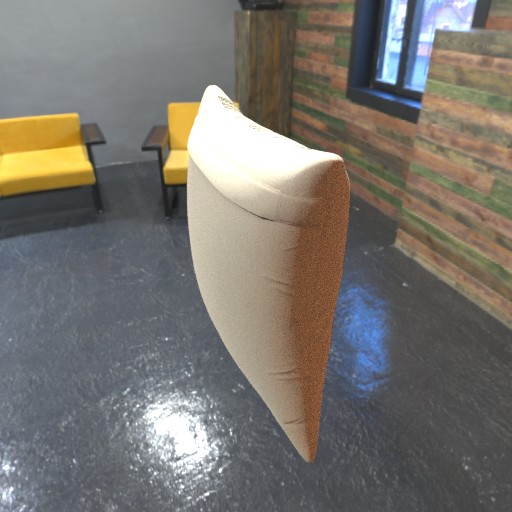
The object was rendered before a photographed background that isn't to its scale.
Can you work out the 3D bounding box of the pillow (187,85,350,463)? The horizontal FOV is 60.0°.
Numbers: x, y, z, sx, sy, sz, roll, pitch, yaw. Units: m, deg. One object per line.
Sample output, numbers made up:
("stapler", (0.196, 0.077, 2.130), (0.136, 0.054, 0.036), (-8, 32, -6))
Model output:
("pillow", (0.000, 0.000, 0.635), (0.173, 0.406, 0.405), (-10, 31, -18))
